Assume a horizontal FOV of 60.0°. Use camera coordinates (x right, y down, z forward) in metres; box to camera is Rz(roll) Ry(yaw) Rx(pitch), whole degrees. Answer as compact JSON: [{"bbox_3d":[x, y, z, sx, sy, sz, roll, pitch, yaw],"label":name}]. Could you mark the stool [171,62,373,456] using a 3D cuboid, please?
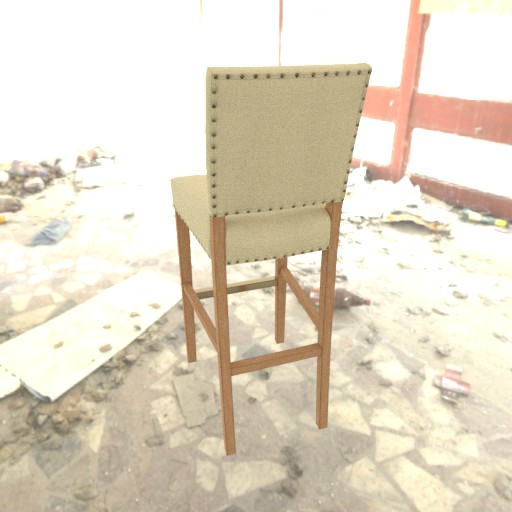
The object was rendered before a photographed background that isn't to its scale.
[{"bbox_3d":[0.000,0.000,1.398,0.428,1.143,0.546,-9,29,-17],"label":"stool"}]
